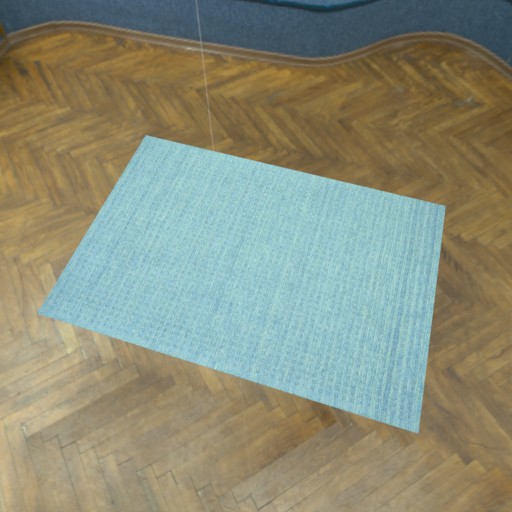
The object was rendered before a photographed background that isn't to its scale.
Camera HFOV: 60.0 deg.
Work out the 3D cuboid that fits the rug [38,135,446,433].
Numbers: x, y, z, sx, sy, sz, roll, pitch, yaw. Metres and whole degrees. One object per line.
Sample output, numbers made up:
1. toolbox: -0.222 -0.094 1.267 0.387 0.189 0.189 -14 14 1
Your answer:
1. rug: 0.000 0.000 3.663 2.895 0.006 1.982 15 61 9
